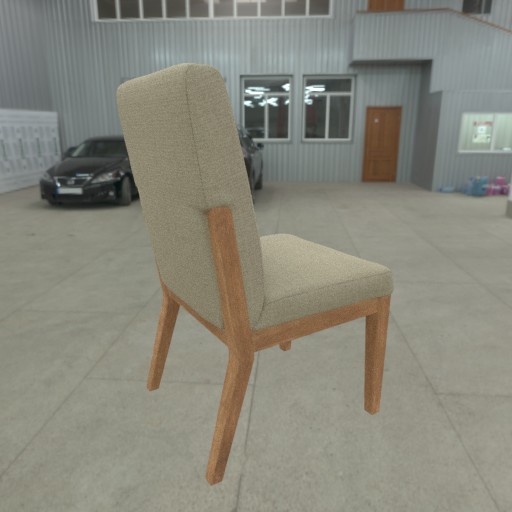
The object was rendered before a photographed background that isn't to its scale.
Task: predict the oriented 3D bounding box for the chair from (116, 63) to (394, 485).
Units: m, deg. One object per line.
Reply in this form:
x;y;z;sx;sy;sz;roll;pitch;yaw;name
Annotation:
0.000;0.000;1.225;0.586;0.911;0.507;-9;18;-30;chair
